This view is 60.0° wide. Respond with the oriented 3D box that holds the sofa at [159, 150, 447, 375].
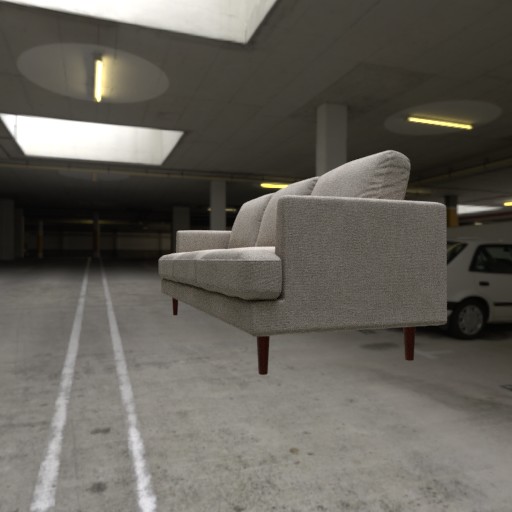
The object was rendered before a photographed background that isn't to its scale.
[{"bbox_3d":[0.000,0.000,2.737,0.903,0.930,2.246,0,-1,-20],"label":"sofa"}]
